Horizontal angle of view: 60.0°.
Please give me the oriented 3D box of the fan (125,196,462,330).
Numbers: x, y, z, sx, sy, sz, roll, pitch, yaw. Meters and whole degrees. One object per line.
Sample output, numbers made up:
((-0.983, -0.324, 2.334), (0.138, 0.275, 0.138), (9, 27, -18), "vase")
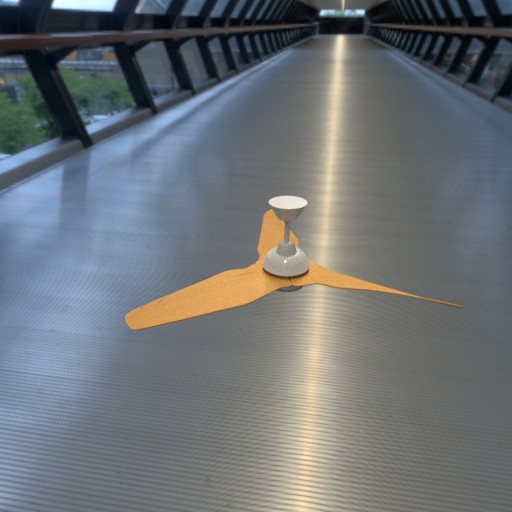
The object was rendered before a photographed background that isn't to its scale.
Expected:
((0.000, 0.000, 1.645), (1.010, 0.355, 1.142), (-18, 32, -32), "fan")
